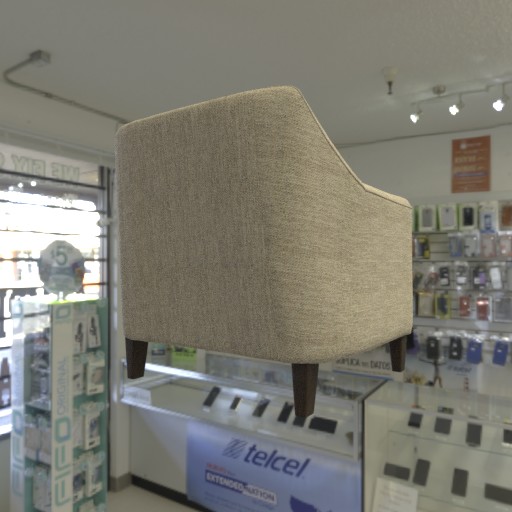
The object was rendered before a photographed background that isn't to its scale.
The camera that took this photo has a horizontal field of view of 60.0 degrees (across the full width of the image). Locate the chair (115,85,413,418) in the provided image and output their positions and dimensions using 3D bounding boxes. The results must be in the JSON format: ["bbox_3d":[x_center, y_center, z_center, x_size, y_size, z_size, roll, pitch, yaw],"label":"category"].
[{"bbox_3d":[0.000,0.000,1.416,0.796,0.761,0.758,-1,-1,34],"label":"chair"}]
